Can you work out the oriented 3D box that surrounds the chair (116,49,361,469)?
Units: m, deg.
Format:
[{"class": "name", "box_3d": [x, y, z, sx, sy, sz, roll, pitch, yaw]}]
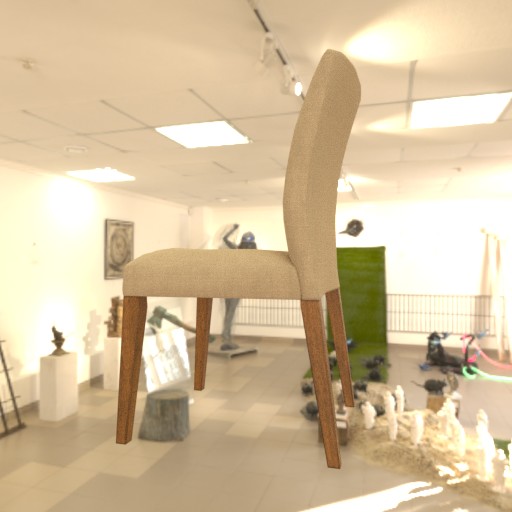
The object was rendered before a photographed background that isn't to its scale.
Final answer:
[{"class": "chair", "box_3d": [0.000, 0.000, 1.266, 0.585, 0.940, 0.496, 0, 0, 17]}]
